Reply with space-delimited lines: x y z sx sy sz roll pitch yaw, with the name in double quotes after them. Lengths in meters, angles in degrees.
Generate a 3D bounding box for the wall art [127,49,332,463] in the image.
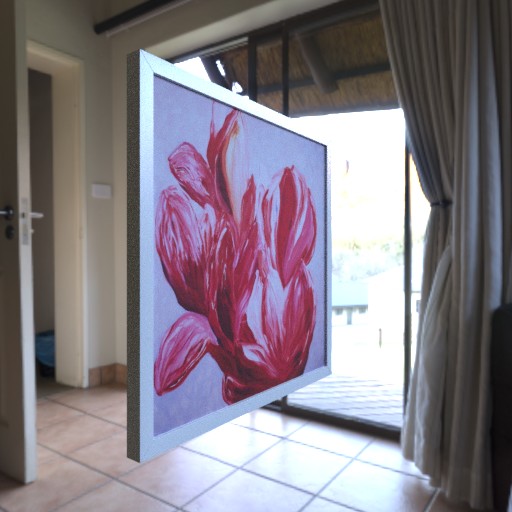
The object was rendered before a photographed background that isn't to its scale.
0.000 0.000 0.673 0.023 0.453 0.455 0 0 37 "wall art"
